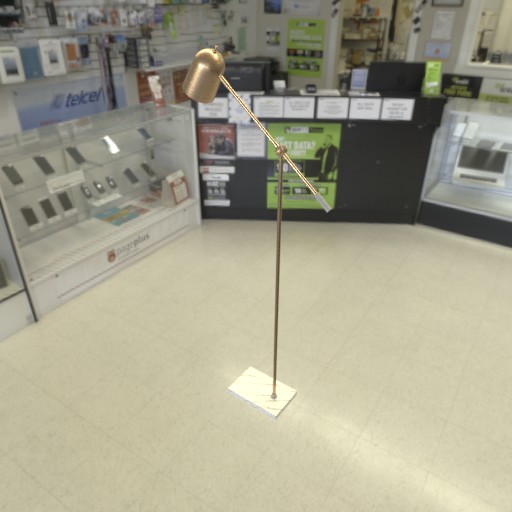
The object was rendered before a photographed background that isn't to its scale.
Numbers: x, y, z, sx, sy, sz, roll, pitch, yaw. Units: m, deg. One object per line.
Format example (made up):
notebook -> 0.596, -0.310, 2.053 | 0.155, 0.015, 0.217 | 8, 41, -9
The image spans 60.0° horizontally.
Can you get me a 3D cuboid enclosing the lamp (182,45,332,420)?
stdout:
lamp -> 0.000, 0.000, 1.872 | 0.653, 1.594, 0.194 | 20, 36, 31
